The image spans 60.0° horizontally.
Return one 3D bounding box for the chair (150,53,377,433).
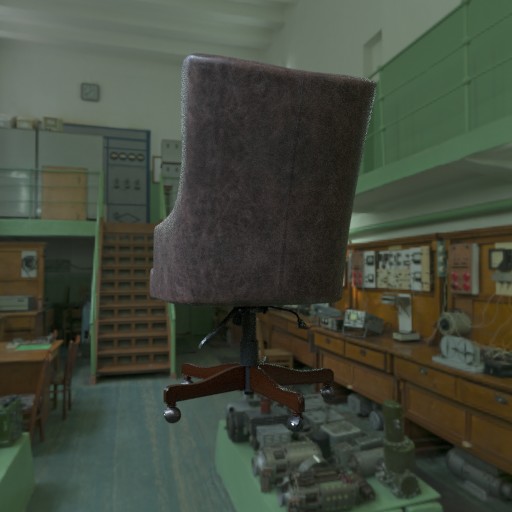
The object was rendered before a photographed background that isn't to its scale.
[{"bbox_3d":[0.000,0.000,1.479,0.641,1.035,0.762,1,-2,-18],"label":"chair"}]
